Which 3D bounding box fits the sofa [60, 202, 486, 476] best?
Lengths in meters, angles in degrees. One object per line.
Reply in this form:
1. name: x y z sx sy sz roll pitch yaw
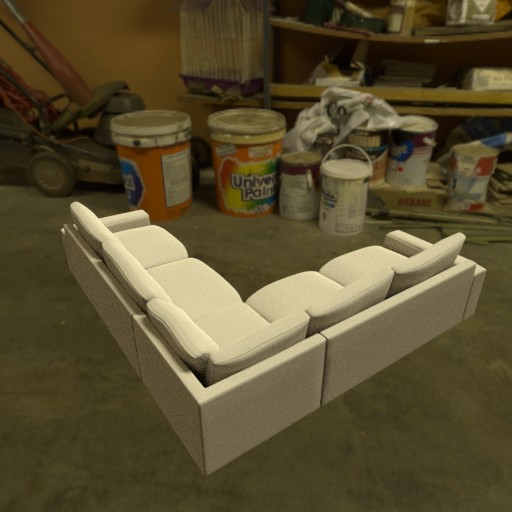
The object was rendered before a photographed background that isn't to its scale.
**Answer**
1. sofa: 0.000 0.000 4.588 3.066 0.918 3.206 -19 34 -30
